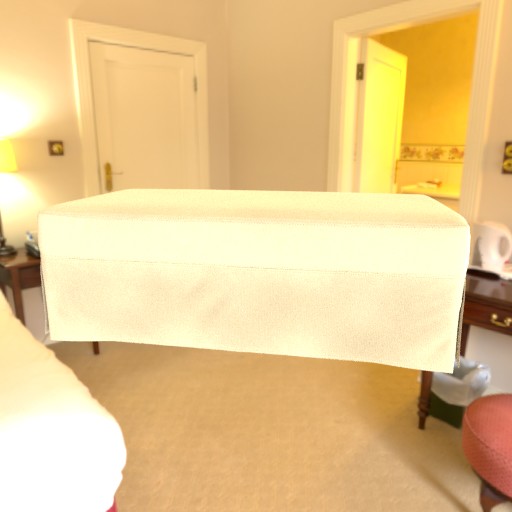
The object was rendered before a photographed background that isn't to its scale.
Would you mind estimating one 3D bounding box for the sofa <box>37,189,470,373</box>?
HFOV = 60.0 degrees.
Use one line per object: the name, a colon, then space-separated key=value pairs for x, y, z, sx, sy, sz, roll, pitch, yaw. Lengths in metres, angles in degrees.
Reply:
sofa: x=0.000 y=0.000 z=2.077 sx=1.677 sy=0.552 sz=0.939 roll=3 pitch=15 yaw=10
